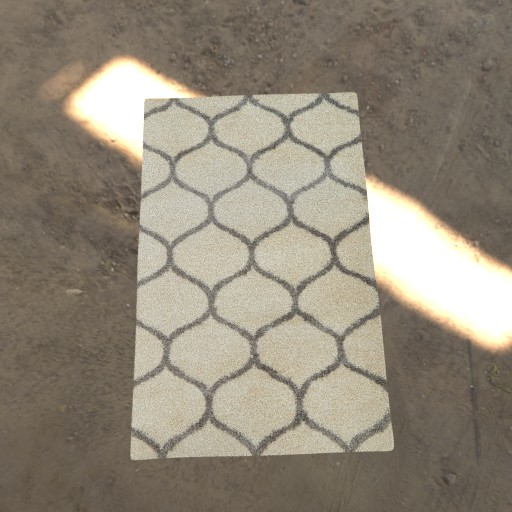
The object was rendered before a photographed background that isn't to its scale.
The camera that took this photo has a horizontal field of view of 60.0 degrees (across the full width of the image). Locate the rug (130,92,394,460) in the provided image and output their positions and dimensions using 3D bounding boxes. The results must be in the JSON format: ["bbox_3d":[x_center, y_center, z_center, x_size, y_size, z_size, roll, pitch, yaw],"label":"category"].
[{"bbox_3d":[0.000,0.000,2.824,1.501,0.024,2.348,-2,75,0],"label":"rug"}]
